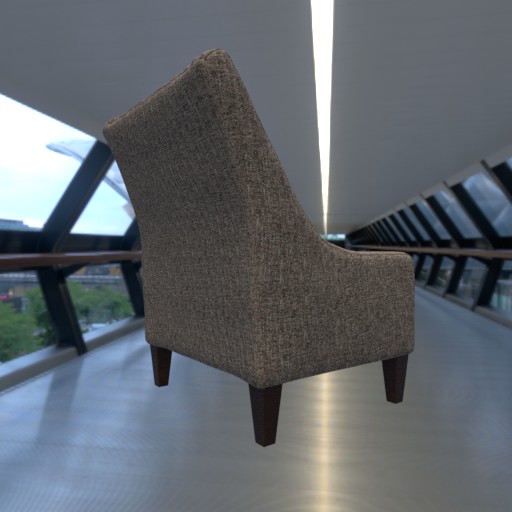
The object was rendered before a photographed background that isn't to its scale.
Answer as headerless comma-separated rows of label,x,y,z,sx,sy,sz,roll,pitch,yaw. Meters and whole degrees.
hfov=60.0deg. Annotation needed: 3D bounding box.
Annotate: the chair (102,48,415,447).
chair,0.000,0.000,1.596,0.870,1.014,0.774,0,0,-37
